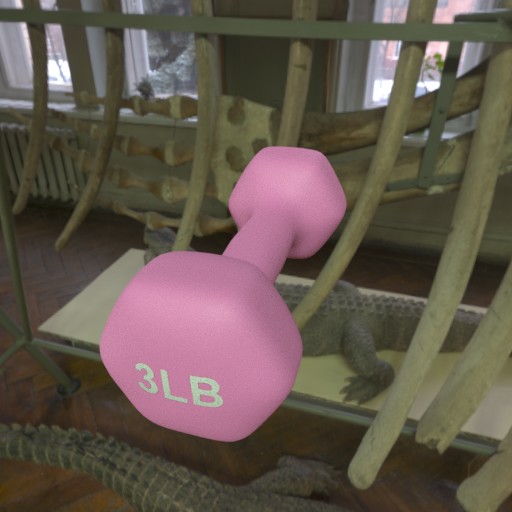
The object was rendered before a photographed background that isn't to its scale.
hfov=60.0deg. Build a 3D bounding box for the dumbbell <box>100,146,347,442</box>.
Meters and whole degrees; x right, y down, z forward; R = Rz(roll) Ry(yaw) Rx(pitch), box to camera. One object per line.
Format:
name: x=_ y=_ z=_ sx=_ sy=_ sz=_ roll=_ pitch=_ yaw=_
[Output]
dumbbell: x=0.000 y=0.000 z=0.191 sx=0.064 sy=0.058 sz=0.159 roll=9 pitch=31 yaw=15
